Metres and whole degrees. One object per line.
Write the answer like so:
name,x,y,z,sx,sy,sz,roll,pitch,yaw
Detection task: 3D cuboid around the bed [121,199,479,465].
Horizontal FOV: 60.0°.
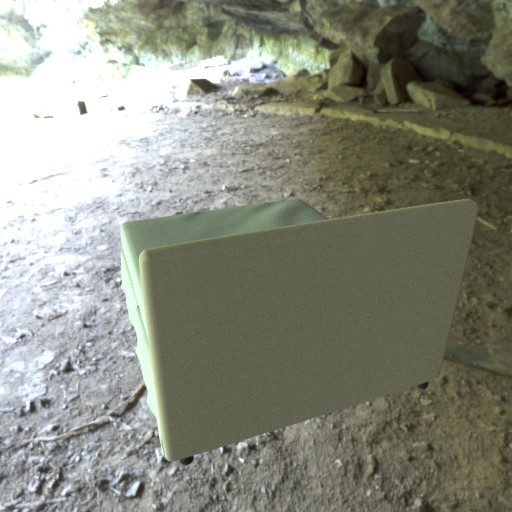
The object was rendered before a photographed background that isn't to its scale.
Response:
bed,0.000,0.000,3.265,1.884,1.330,2.142,-10,28,-19
